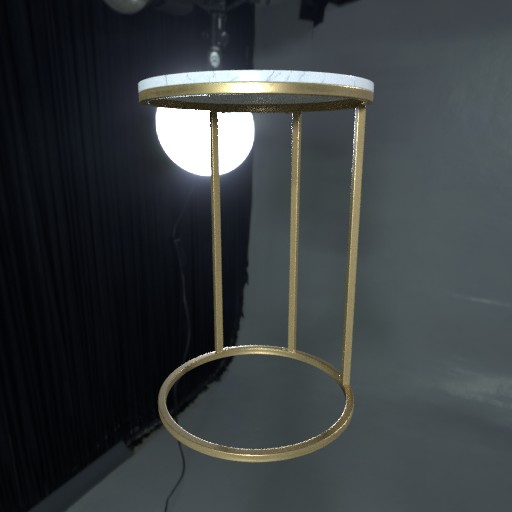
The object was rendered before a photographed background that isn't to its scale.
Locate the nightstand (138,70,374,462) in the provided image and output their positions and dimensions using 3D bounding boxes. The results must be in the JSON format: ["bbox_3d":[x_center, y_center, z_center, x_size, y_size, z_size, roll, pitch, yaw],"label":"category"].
[{"bbox_3d":[0.000,0.000,0.853,0.400,0.610,0.400,7,16,26],"label":"nightstand"}]
